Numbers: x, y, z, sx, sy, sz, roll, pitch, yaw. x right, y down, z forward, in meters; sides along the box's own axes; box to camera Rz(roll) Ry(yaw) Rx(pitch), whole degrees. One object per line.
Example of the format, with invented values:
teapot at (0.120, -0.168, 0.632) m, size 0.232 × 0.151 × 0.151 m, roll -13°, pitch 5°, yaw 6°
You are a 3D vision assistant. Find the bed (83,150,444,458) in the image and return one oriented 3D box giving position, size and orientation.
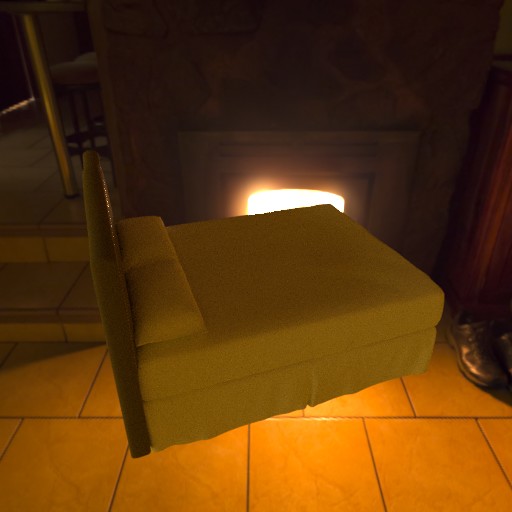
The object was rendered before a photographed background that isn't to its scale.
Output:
bed at (0.000, 0.000, 3.051) m, size 2.036 × 1.387 × 1.666 m, roll -10°, pitch 31°, yaw -17°
